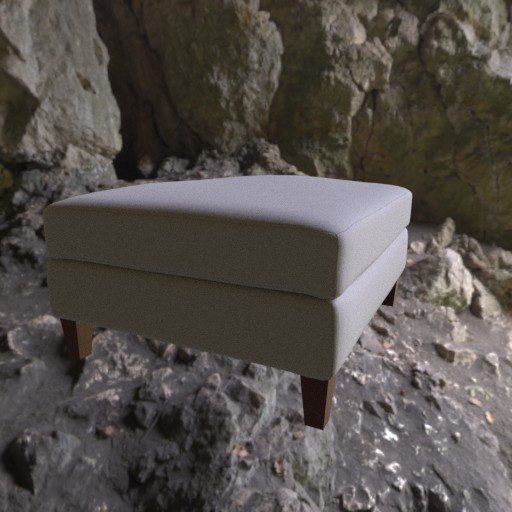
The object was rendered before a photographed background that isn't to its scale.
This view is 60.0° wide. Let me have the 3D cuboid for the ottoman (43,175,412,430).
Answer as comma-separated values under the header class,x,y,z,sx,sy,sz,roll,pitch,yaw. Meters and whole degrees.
class,x,y,z,sx,sy,sz,roll,pitch,yaw
ottoman,0.000,0.000,1.448,0.836,0.492,0.976,7,15,26
